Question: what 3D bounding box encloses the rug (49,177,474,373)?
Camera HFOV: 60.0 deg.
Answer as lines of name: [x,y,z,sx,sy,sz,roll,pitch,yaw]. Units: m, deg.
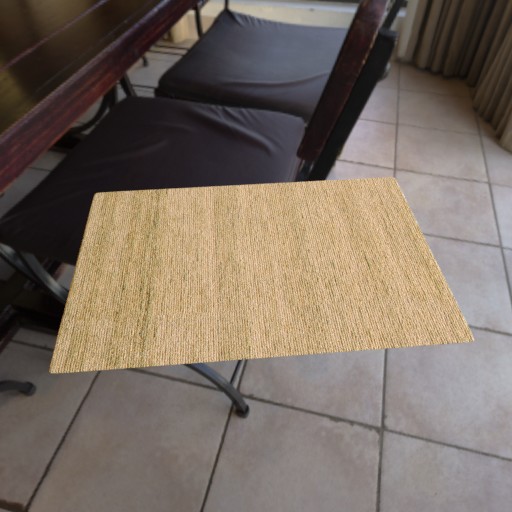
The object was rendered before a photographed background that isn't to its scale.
rug: [0.000,0.000,2.201,1.758,0.010,1.143,-4,47,-3]
